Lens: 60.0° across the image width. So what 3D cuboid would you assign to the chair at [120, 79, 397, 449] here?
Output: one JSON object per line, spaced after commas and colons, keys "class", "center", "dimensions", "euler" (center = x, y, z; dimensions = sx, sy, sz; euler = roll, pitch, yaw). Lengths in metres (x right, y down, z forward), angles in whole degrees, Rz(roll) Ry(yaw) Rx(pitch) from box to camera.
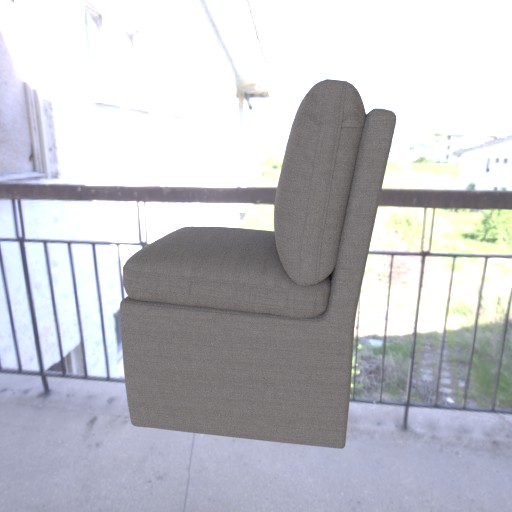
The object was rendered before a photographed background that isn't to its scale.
{"class": "chair", "center": [0.000, 0.000, 1.323], "dimensions": [0.698, 0.927, 0.503], "euler": [3, 15, 9]}
